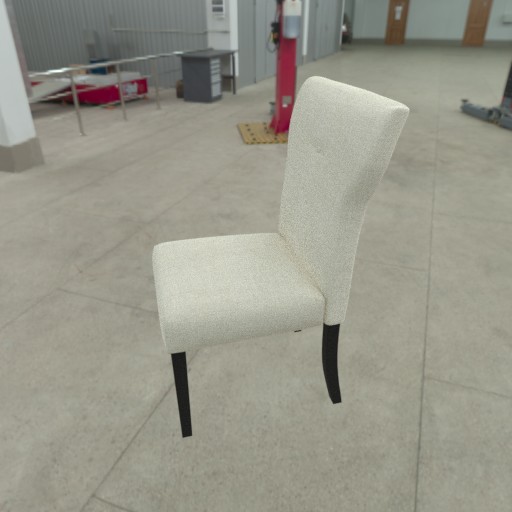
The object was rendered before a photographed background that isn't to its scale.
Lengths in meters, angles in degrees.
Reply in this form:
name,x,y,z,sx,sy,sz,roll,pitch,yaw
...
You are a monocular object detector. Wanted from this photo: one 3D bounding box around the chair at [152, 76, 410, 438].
name,x,y,z,sx,sy,sz,roll,pitch,yaw
chair,0.000,0.000,1.309,0.597,0.921,0.509,-7,30,-13
